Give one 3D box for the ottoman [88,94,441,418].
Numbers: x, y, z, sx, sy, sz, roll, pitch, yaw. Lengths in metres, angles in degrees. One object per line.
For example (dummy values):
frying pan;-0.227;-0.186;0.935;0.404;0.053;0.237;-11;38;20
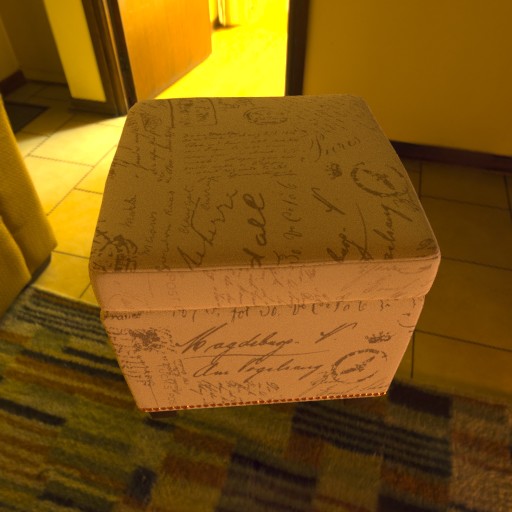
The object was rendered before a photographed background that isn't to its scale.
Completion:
ottoman;0.000;0.000;0.827;0.450;0.457;0.449;-3;45;-3
